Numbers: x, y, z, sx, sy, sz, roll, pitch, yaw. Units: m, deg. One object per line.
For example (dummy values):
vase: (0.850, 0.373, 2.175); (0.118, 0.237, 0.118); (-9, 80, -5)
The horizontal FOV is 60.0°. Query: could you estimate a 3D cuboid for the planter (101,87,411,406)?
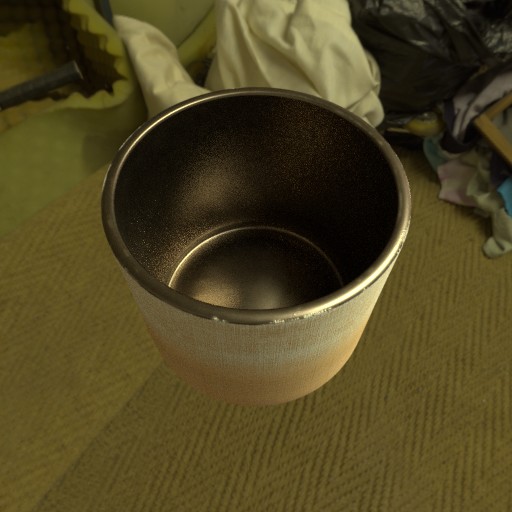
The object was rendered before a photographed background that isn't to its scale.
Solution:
planter: (0.000, 0.000, 0.451); (0.254, 0.221, 0.254); (0, 57, 0)
